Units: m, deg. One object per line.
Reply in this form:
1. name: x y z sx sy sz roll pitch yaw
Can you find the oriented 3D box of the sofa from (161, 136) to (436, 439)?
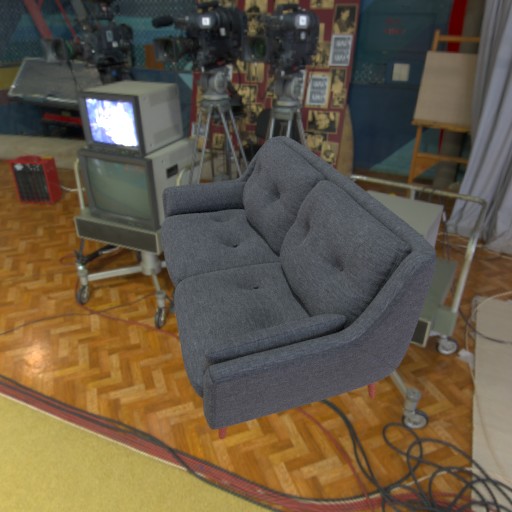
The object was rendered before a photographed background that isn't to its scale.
1. sofa: 0.000 0.000 2.470 0.975 0.896 1.929 -7 30 -13
